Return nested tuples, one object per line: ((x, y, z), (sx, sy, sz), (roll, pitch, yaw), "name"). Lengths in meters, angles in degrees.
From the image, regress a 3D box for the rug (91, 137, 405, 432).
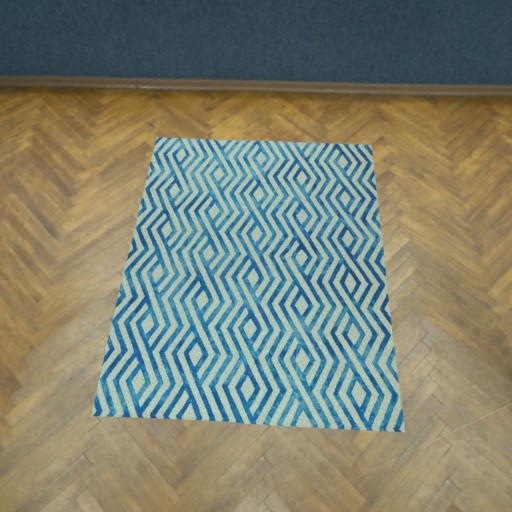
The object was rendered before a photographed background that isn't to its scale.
((0.000, 0.000, 4.236), (2.453, 0.008, 3.059), (2, 59, 1), "rug")
